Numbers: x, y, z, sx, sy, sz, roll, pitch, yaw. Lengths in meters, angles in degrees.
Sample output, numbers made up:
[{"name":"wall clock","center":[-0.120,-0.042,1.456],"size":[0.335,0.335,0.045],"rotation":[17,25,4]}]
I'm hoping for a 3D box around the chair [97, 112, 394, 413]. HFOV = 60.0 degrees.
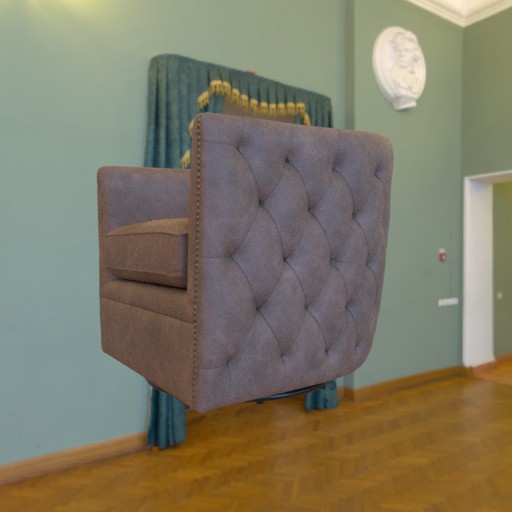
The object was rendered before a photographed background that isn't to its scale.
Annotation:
[{"name":"chair","center":[0.000,0.000,1.528],"size":[0.870,0.790,0.850],"rotation":[0,1,-35]}]
